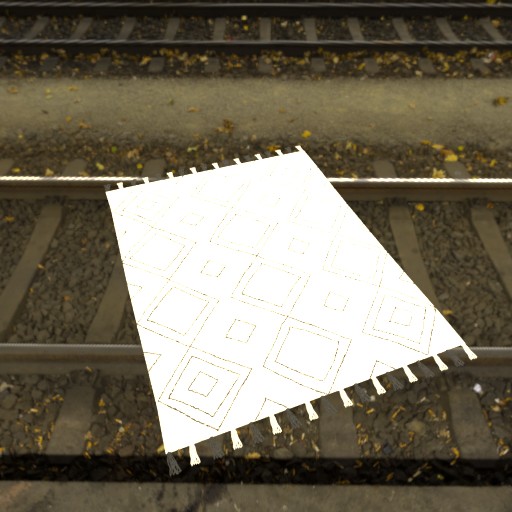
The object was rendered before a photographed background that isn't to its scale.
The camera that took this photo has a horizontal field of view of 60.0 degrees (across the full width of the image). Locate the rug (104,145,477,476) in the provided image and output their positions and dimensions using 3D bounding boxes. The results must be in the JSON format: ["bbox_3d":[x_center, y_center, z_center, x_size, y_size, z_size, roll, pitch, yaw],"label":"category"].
[{"bbox_3d":[0.000,0.000,4.083,2.342,0.026,3.221,-15,47,-14],"label":"rug"}]
